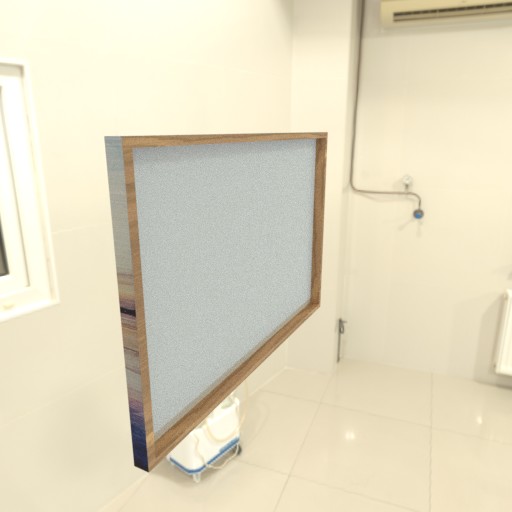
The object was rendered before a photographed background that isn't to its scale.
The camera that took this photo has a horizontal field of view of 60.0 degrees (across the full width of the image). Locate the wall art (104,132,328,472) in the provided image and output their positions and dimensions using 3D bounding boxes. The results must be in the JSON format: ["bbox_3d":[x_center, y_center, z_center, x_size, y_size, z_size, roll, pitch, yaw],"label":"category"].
[{"bbox_3d":[0.000,0.000,1.135,0.037,0.605,0.911,8,18,27],"label":"wall art"}]
